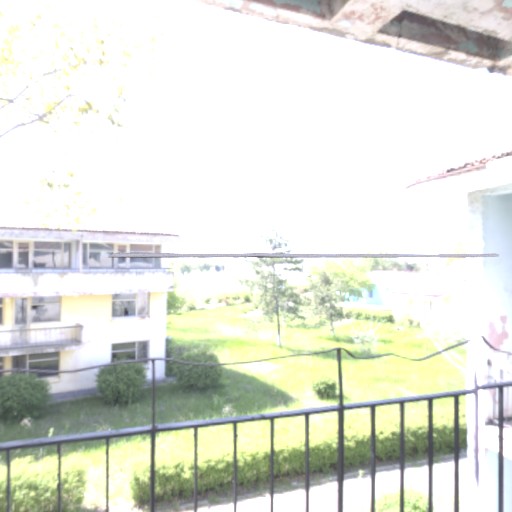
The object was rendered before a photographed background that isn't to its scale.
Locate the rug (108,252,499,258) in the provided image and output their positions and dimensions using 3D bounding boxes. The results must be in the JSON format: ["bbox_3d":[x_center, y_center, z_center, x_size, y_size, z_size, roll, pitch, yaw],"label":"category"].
[{"bbox_3d":[0.000,0.000,0.871,0.548,0.006,0.639,0,0,-19],"label":"rug"}]
